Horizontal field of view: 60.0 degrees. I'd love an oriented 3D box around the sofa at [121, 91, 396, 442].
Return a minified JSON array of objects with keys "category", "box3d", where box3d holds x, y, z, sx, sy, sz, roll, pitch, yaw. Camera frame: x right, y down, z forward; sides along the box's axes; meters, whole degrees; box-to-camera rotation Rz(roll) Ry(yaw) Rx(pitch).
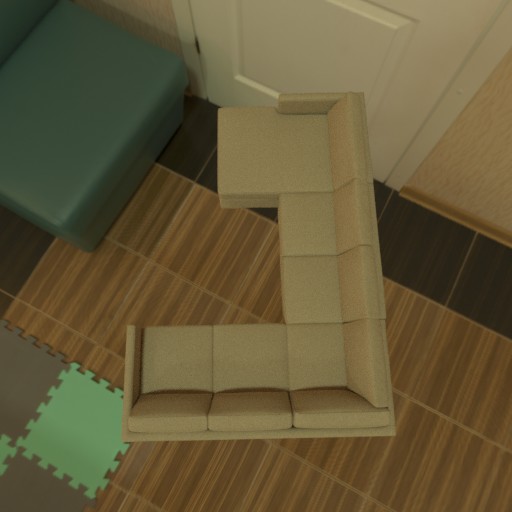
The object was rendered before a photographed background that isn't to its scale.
[{"category":"sofa","box3d":[0.000,0.000,4.562,2.476,0.878,3.528,-1,75,0]}]
